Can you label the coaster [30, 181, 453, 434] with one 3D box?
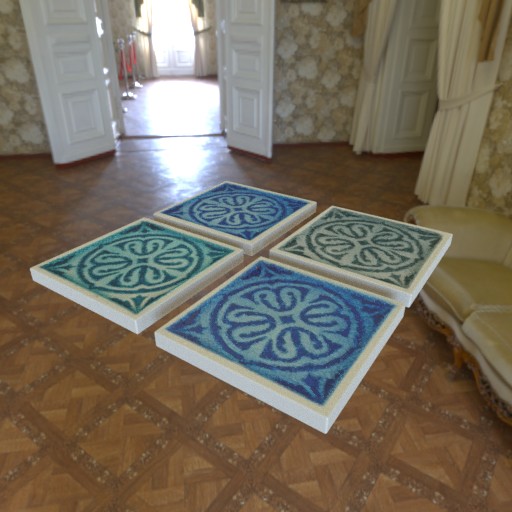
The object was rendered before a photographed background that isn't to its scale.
[{"bbox_3d":[0.000,0.000,0.319,0.219,0.010,0.214,18,34,30],"label":"coaster"}]
